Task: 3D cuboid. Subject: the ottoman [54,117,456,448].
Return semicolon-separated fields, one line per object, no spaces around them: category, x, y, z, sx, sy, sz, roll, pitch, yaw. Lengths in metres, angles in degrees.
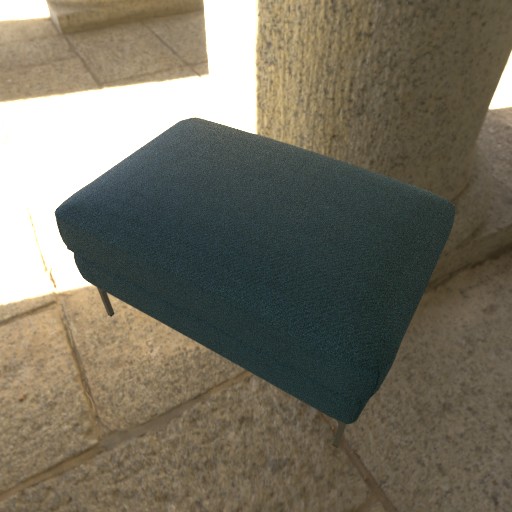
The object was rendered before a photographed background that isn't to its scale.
ottoman;0.000;0.000;1.199;0.856;0.498;0.563;24;51;21
